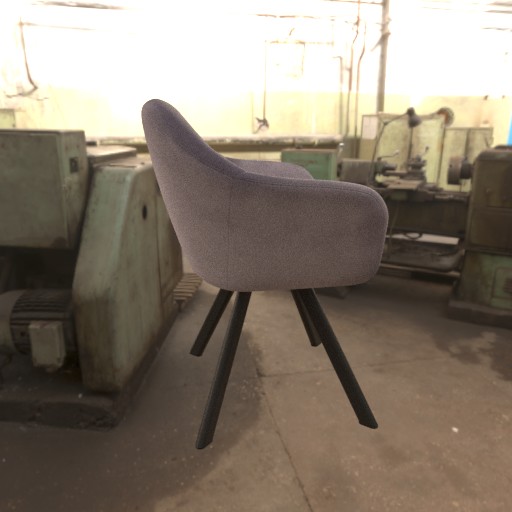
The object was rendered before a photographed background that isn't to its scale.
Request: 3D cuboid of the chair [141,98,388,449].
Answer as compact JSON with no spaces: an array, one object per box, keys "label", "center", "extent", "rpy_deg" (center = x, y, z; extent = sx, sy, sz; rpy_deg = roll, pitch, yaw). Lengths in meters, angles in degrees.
[{"label":"chair","center":[0.000,0.000,1.171],"extent":[0.540,0.780,0.570],"rpy_deg":[-3,16,-9]}]
